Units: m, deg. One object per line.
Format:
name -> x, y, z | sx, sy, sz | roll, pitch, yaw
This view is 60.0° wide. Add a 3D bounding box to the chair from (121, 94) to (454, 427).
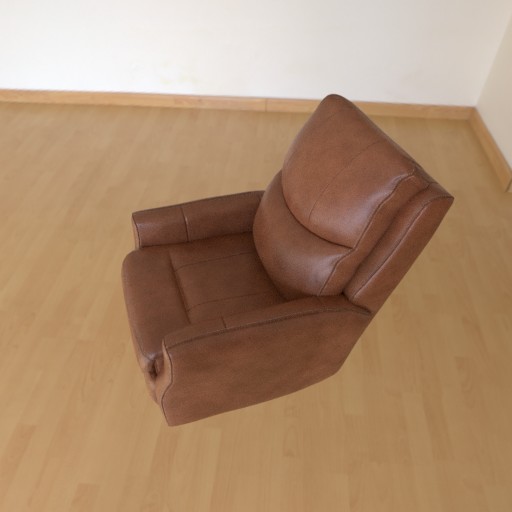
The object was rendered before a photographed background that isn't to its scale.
chair -> 0.000, 0.000, 1.758 | 1.072, 1.016, 0.821 | -14, 47, -14
